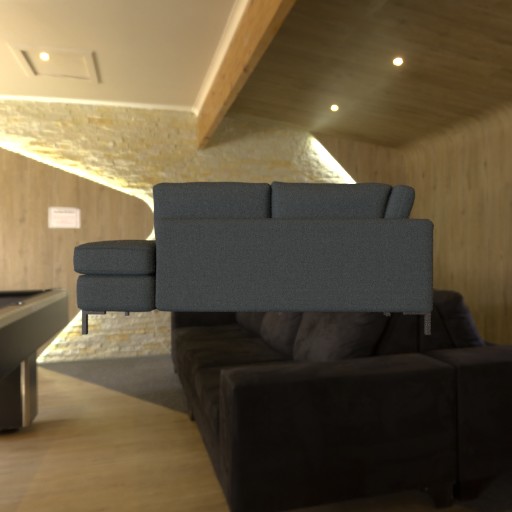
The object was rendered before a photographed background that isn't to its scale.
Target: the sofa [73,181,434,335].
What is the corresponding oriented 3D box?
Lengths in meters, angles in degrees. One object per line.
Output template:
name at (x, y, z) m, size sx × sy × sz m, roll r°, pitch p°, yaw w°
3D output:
sofa at (0.000, 0.000, 3.843) m, size 1.984 × 0.858 × 2.975 m, roll 0°, pitch 0°, yaw 1°
